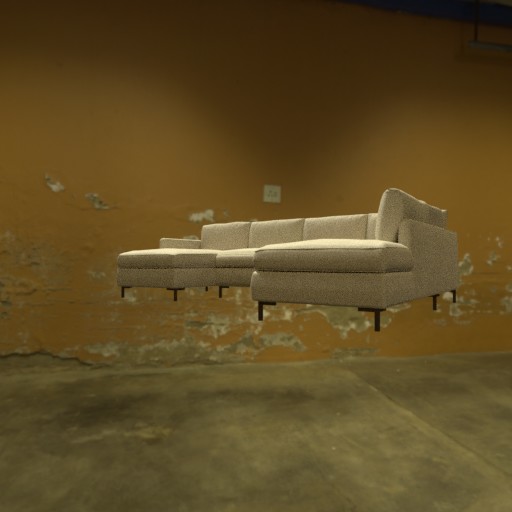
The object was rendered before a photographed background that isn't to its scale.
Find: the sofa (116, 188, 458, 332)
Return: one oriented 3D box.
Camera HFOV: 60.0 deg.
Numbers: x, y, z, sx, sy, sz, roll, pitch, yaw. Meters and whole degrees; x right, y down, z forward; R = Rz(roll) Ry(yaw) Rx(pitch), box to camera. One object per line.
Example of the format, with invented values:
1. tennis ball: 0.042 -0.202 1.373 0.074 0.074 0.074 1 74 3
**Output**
1. sofa: 0.000 0.000 3.569 2.737 0.756 1.879 -1 -1 35
